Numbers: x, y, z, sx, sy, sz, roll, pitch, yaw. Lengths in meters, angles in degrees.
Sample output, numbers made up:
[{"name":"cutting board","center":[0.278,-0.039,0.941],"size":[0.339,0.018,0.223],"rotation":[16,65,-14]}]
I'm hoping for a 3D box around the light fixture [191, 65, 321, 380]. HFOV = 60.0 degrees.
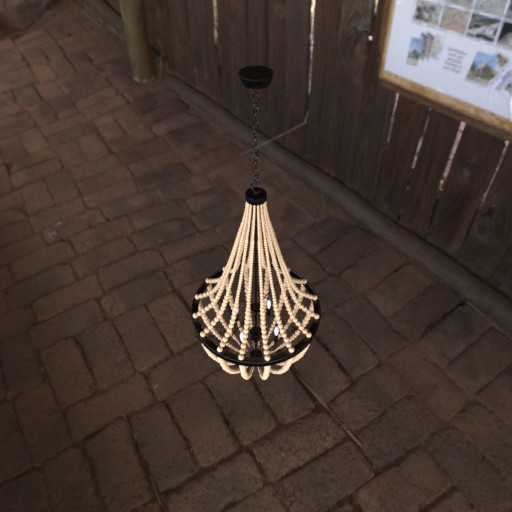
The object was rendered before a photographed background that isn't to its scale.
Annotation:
[{"name":"light fixture","center":[0.000,0.000,1.369],"size":[0.450,1.133,0.450],"rotation":[0,45,0]}]
